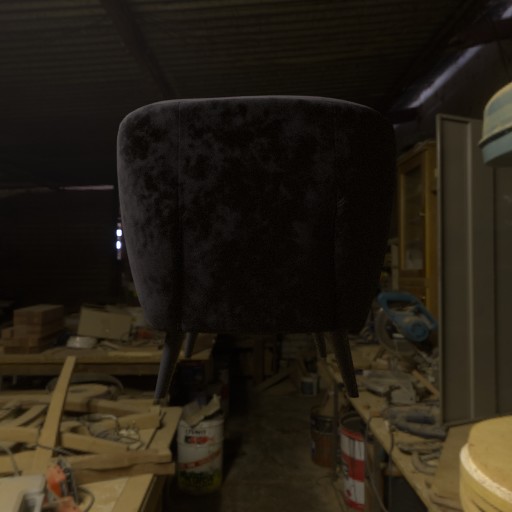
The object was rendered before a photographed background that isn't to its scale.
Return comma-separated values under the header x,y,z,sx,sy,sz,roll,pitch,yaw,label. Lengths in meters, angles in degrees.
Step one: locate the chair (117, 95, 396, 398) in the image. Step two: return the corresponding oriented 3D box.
x,y,z,sx,sy,sz,roll,pitch,yaw,label
0.000,0.000,1.493,0.840,0.807,0.819,0,-1,0,chair
